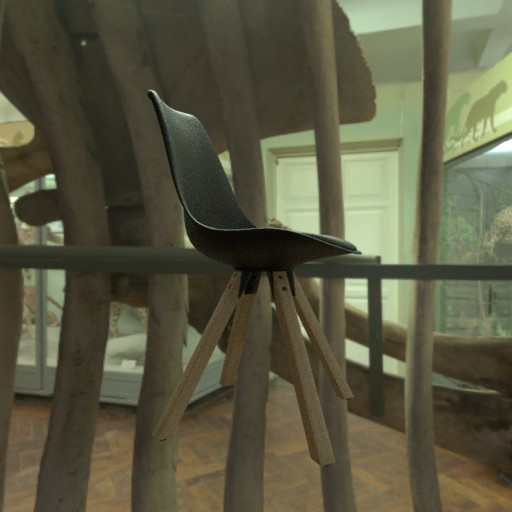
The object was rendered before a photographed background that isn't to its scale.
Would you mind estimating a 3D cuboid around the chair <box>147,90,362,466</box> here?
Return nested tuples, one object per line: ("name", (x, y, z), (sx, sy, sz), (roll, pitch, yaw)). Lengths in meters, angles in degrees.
("chair", (0.000, 0.000, 1.179), (0.549, 0.850, 0.485), (0, 1, 18))
